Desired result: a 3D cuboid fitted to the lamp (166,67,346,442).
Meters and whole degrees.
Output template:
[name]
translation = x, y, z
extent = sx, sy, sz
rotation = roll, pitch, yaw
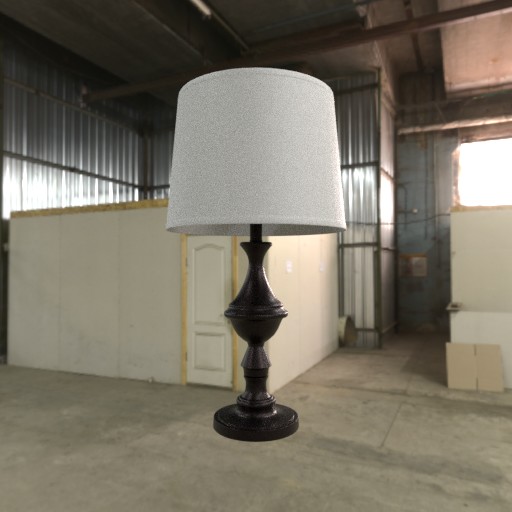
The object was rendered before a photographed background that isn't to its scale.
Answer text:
[lamp]
translation = 0.000, 0.000, 0.958
extent = 0.383, 0.726, 0.383
rotation = 0, -1, 0
